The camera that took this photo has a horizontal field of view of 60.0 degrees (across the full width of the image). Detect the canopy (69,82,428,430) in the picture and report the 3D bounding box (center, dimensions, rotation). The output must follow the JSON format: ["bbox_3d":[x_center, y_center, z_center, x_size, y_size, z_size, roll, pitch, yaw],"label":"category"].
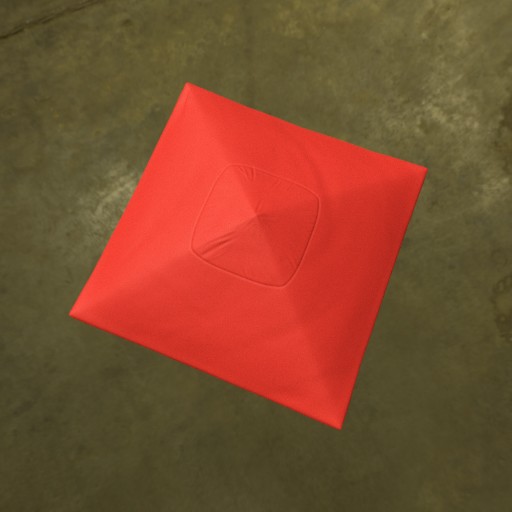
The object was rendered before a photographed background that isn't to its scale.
[{"bbox_3d":[0.000,0.000,5.488,2.996,2.997,2.998,21,77,5],"label":"canopy"}]
